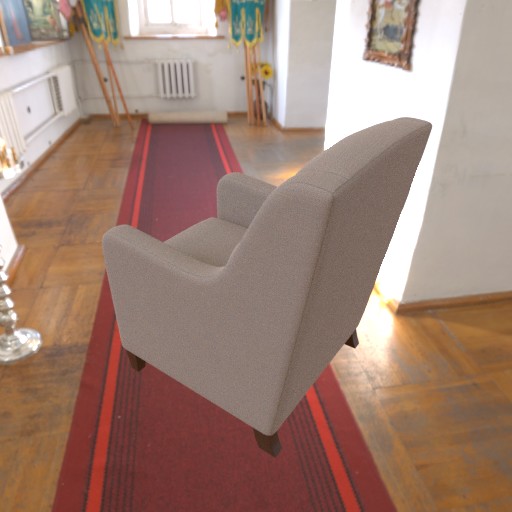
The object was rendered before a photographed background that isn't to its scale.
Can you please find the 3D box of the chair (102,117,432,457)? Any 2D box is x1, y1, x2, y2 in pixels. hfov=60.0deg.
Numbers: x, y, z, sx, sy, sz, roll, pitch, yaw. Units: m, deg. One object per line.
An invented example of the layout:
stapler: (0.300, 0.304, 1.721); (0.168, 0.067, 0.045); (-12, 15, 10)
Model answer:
chair: (0.000, 0.000, 1.616); (0.896, 1.017, 0.715); (20, 36, 30)
